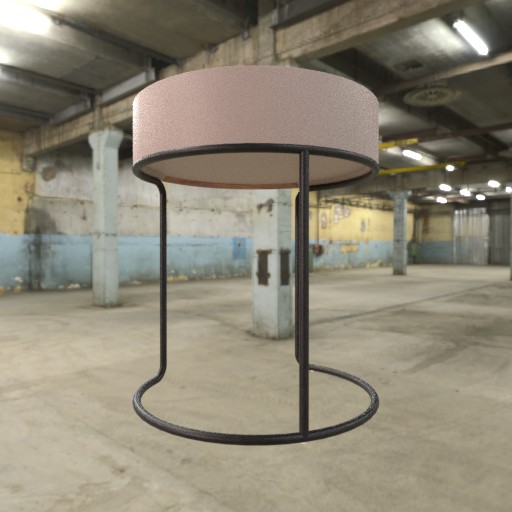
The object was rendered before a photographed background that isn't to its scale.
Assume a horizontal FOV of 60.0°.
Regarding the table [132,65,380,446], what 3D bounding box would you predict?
[{"bbox_3d":[0.000,0.000,0.837,0.450,0.530,0.450,0,0,0],"label":"table"}]
